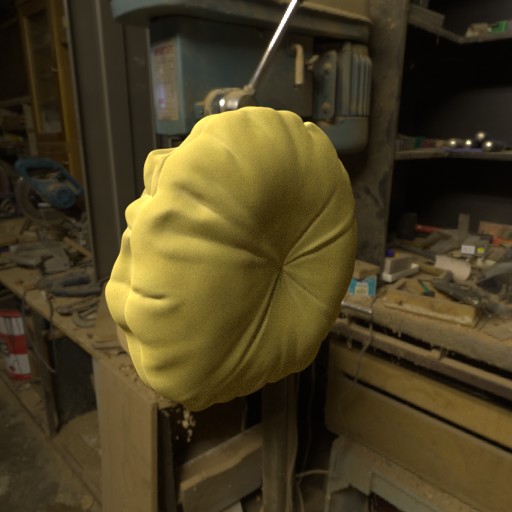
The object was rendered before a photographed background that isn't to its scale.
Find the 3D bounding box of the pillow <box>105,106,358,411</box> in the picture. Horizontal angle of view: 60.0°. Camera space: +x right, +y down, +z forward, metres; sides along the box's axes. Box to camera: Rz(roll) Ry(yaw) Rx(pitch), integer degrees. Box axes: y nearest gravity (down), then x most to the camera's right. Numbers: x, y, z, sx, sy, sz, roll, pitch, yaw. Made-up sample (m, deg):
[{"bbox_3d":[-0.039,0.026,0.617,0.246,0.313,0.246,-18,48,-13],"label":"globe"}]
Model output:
[{"bbox_3d":[0.000,0.000,0.637,0.428,0.407,0.148,-15,22,-42],"label":"pillow"}]
